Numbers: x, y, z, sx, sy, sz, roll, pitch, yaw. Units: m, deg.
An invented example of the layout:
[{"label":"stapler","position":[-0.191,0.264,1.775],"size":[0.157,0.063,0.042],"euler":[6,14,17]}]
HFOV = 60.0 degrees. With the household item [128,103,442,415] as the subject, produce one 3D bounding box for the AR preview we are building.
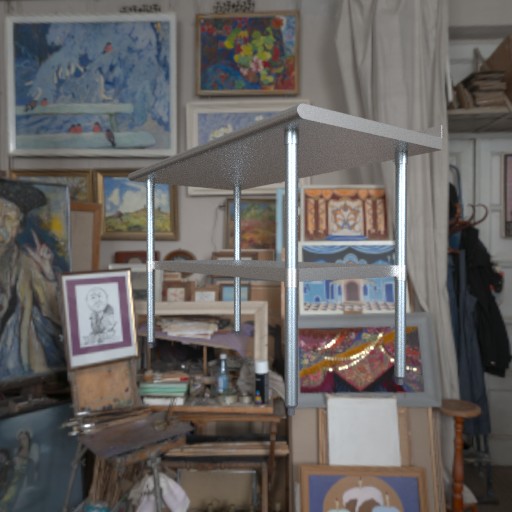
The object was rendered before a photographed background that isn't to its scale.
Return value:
[{"label":"household item","position":[0.000,0.000,1.756],"size":[0.610,0.851,1.219],"euler":[-1,1,-35]}]
